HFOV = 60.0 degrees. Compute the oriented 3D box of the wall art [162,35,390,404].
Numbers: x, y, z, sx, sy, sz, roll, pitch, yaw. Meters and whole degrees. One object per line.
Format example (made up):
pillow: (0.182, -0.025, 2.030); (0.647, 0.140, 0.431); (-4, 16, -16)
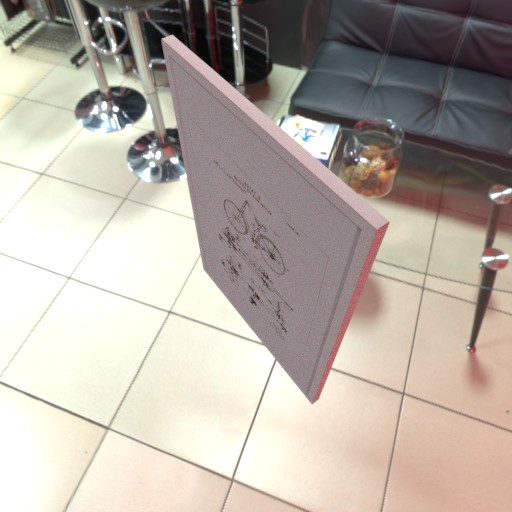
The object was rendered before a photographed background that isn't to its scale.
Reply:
wall art: (0.000, 0.000, 0.616); (0.015, 0.477, 0.332); (-32, 62, -20)
